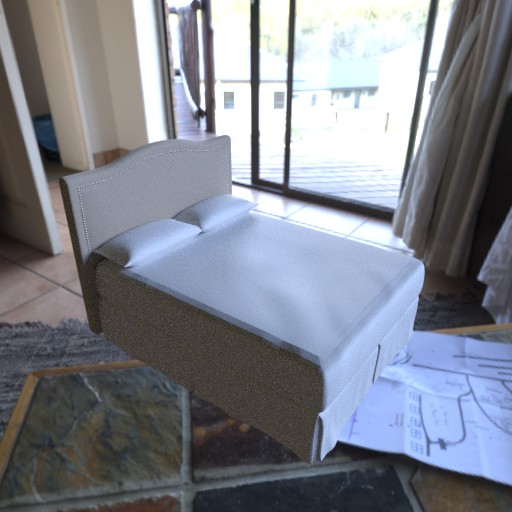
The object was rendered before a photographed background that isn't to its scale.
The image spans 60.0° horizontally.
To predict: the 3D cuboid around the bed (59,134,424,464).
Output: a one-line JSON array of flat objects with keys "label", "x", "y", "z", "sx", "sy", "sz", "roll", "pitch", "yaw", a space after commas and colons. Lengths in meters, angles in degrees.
[{"label": "bed", "x": 0.000, "y": 0.000, "z": 3.245, "sx": 2.052, "sy": 1.398, "sz": 1.678, "roll": 19, "pitch": 33, "yaw": 32}]
